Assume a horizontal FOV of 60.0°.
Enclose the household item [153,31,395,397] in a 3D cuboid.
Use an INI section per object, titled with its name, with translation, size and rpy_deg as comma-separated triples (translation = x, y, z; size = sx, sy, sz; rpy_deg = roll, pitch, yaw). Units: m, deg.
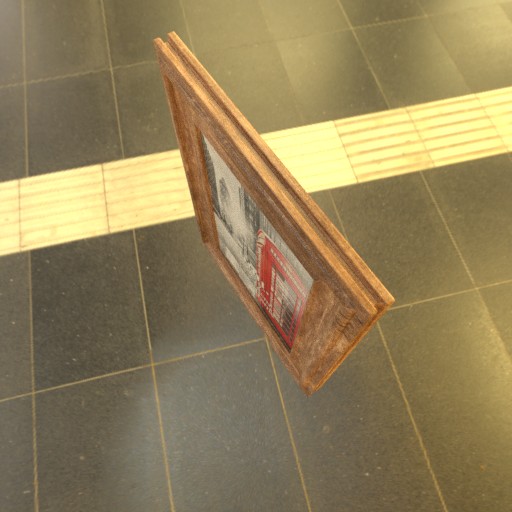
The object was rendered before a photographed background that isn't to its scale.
[household item]
translation = 0.000, 0.000, 0.316
size = 0.018, 0.237, 0.186
rpy_deg = -30, 69, -13
